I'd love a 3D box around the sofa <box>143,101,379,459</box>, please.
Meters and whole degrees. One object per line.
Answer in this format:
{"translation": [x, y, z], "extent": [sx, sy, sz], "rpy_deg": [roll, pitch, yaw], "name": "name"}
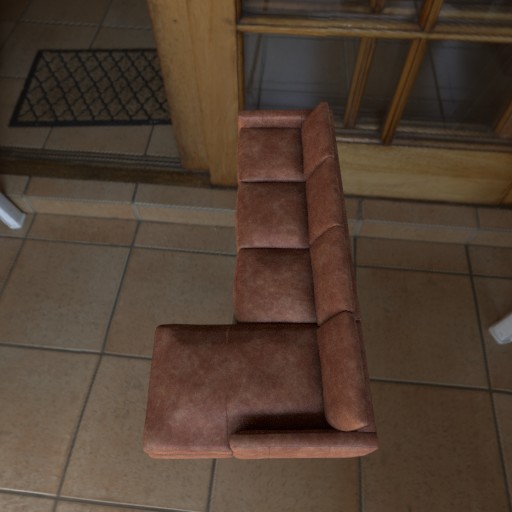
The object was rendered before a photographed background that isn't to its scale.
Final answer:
{"translation": [0.000, 0.000, 3.608], "extent": [1.471, 0.859, 2.993], "rpy_deg": [0, 59, 0], "name": "sofa"}
